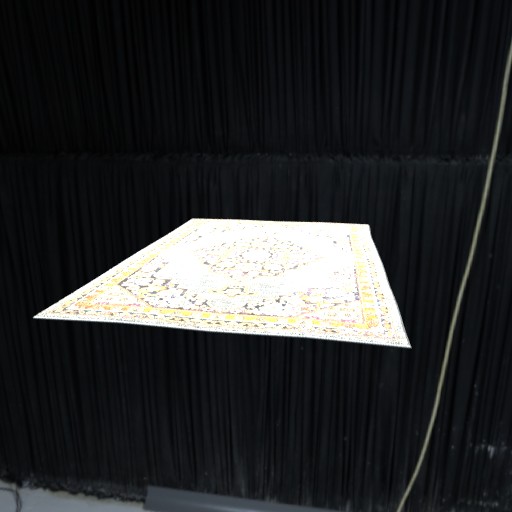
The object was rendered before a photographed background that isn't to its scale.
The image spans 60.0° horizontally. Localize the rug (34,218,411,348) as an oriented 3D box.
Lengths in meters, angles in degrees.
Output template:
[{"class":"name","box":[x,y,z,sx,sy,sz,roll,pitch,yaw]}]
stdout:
[{"class":"rug","box":[0.000,0.000,3.689,2.043,0.026,2.901,3,16,9]}]
